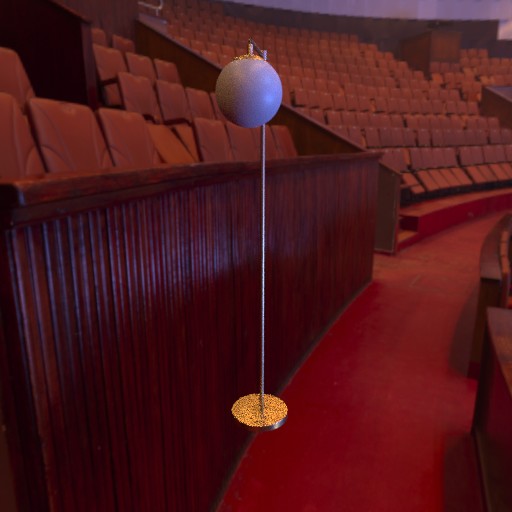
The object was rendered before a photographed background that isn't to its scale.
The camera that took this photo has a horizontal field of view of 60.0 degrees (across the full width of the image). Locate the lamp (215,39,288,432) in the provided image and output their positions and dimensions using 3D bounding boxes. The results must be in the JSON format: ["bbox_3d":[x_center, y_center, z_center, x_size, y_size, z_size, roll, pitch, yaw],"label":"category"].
[{"bbox_3d":[0.000,0.000,1.704,0.249,1.505,0.476,3,15,10],"label":"lamp"}]
